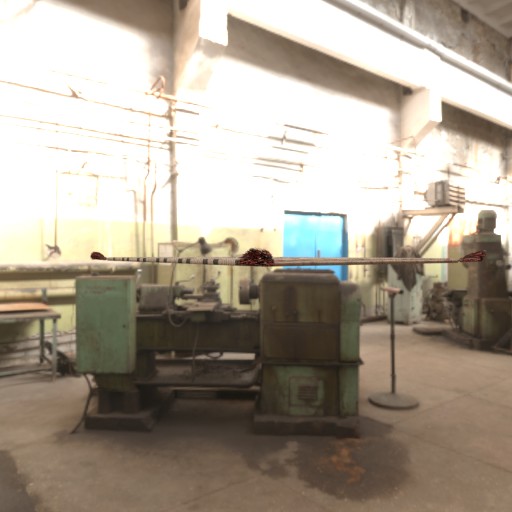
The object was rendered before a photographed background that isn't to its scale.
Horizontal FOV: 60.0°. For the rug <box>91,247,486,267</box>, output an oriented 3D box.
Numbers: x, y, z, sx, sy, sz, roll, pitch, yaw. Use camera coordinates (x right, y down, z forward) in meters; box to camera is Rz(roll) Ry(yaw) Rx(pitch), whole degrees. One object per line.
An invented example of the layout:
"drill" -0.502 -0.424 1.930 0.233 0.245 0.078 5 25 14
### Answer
"rug" 0.000 0.000 2.639 1.444 0.067 2.069 0 0 -35
